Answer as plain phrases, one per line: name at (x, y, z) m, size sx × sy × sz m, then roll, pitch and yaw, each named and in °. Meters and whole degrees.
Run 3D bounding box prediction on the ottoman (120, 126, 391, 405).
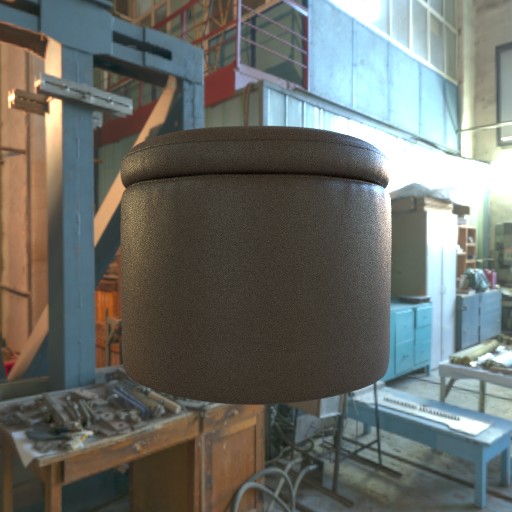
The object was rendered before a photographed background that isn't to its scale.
ottoman at (0.000, 0.000, 0.856) m, size 0.500 × 0.409 × 0.500 m, roll 0°, pitch 1°, yaw 0°
